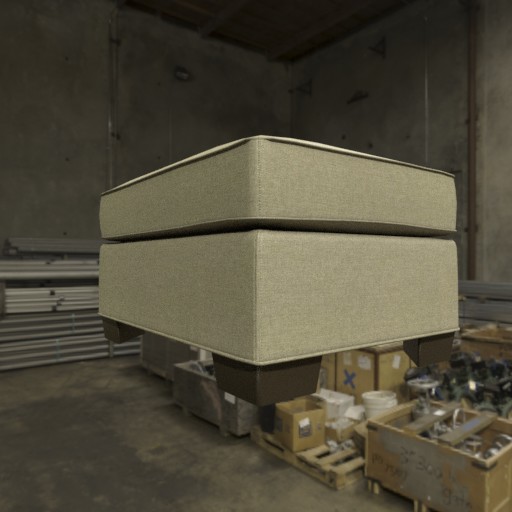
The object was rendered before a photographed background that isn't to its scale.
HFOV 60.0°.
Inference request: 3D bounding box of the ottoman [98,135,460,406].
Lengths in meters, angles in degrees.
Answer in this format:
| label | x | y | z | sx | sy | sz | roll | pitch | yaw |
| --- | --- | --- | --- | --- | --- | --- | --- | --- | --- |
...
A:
| label | x | y | z | sx | sy | sz | roll | pitch | yaw |
| --- | --- | --- | --- | --- | --- | --- | --- | --- | --- |
| ottoman | 0.000 | 0.000 | 1.222 | 0.619 | 0.504 | 0.843 | 0 | -1 | -36 |
